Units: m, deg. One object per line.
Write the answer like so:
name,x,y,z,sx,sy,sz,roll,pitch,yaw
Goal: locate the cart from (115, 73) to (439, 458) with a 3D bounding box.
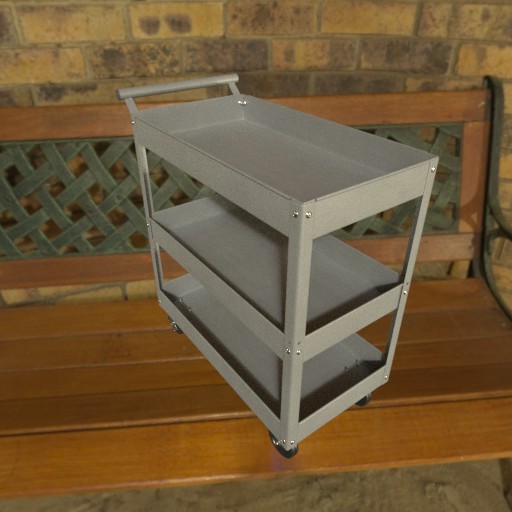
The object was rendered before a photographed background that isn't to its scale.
cart,0.000,0.000,1.185,0.366,0.780,0.719,-22,38,-30
